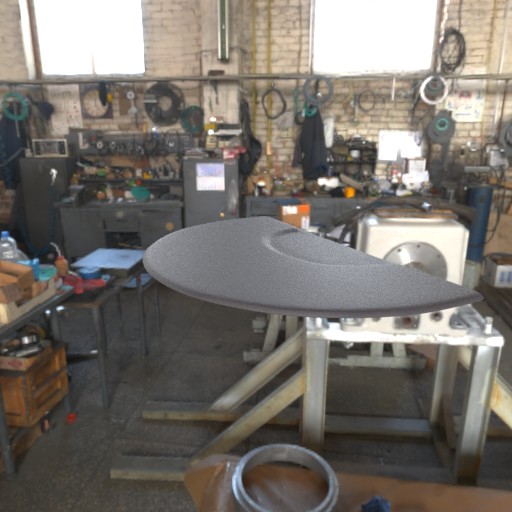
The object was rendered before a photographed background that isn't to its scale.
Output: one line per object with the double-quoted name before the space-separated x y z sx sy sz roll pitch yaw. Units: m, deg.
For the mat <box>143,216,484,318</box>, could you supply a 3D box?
"mat" 0.000 0.000 1.877 0.917 0.022 1.525 -8 18 -26
